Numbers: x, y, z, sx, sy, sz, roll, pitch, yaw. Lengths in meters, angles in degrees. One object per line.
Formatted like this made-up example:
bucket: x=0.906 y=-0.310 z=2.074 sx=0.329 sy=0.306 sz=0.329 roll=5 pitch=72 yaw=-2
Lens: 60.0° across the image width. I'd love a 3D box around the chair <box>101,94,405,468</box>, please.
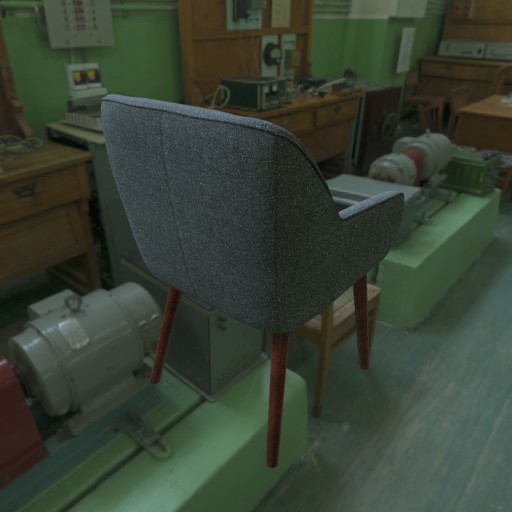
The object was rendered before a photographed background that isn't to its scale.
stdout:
chair: x=0.000 y=0.000 z=1.119 sx=0.543 sy=0.803 sz=0.519 roll=21 pitch=36 yaw=33
